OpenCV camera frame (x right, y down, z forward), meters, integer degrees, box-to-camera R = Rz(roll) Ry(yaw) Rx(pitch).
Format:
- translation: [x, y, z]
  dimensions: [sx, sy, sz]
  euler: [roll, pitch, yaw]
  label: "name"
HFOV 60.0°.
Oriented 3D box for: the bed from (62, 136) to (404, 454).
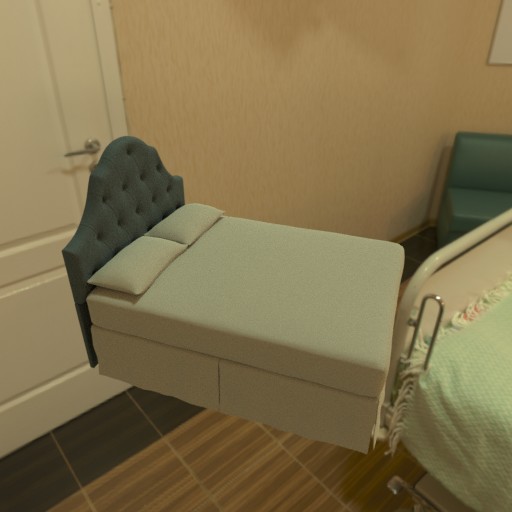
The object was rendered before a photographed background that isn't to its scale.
- translation: [0.000, 0.000, 3.312]
  dimensions: [2.155, 1.575, 1.636]
  euler: [10, 32, 17]
  label: "bed"
